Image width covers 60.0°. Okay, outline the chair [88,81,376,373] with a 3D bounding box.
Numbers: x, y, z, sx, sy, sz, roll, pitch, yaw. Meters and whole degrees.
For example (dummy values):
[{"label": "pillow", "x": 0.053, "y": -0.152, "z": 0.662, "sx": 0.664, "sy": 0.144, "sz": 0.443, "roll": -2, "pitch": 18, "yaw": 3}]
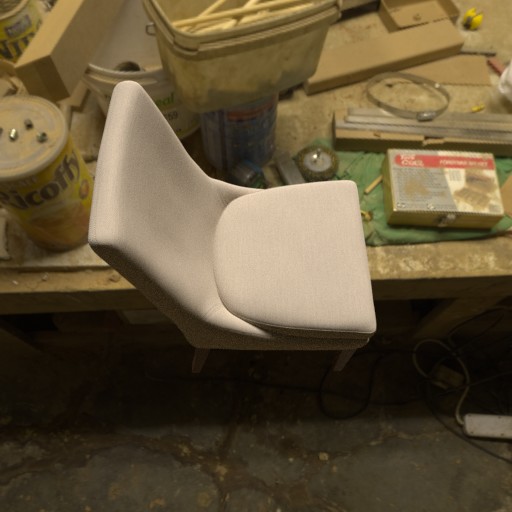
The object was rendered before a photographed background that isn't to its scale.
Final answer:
[{"label": "chair", "x": 0.000, "y": 0.000, "z": 1.287, "sx": 0.638, "sy": 0.940, "sz": 0.515, "roll": -1, "pitch": 64, "yaw": 0}]
